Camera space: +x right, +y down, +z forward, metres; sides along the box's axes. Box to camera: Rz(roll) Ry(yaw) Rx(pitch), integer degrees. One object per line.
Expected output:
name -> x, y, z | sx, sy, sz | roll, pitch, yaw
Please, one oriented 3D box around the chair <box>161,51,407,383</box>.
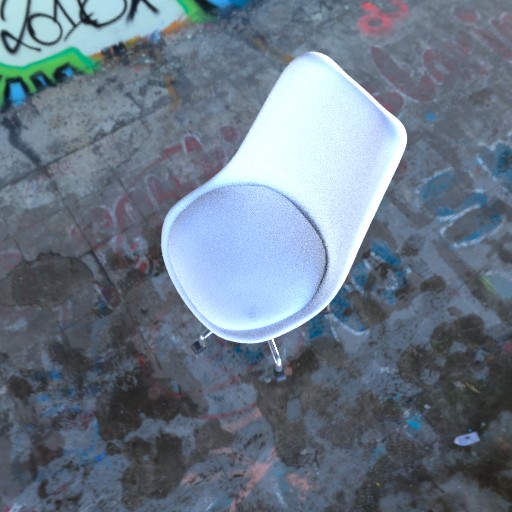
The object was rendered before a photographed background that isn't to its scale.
chair -> 0.000, 0.000, 1.241 | 0.550, 0.930, 0.550 | -33, 69, -14
